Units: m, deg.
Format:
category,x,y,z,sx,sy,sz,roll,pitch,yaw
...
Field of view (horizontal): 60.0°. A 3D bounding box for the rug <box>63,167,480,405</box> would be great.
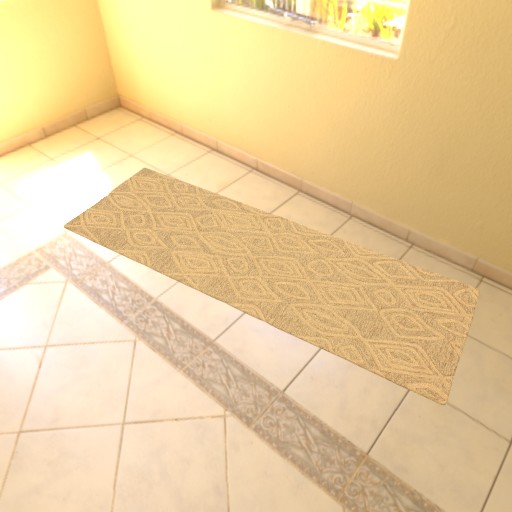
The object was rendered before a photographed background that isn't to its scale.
category,x,y,z,sx,sy,sz,roll,pitch,yaw
rug,0.000,0.000,2.659,2.436,0.013,0.807,22,48,21
